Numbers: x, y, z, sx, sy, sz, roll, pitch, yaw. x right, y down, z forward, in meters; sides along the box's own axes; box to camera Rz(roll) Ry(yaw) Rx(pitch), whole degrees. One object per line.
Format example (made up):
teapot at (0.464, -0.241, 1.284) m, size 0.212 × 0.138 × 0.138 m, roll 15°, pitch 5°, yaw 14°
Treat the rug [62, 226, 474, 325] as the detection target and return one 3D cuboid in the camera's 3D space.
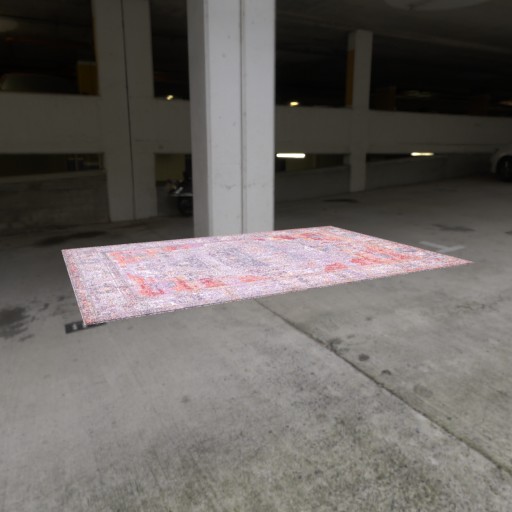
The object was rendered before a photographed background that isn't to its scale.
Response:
rug at (0.000, 0.000, 2.347) m, size 1.829 × 0.005 × 1.219 m, roll -7°, pitch 15°, yaw -26°
